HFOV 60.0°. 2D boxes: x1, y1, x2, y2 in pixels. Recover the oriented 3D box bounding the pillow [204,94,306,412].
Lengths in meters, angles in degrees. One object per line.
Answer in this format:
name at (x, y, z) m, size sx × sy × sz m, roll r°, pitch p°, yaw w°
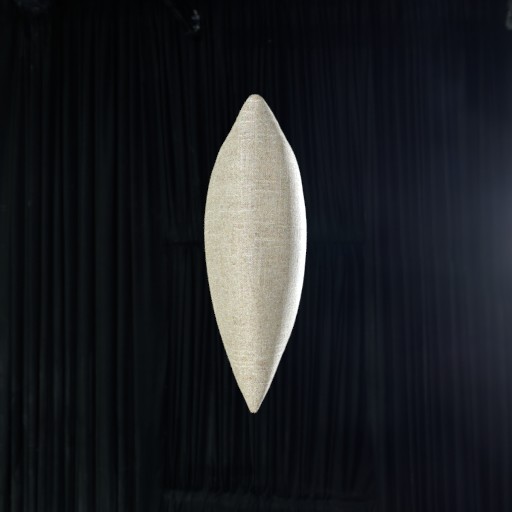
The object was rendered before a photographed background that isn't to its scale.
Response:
pillow at (0.000, 0.000, 1.011) m, size 0.197 × 0.429 × 0.859 m, roll 0°, pitch 0°, yaw 1°
